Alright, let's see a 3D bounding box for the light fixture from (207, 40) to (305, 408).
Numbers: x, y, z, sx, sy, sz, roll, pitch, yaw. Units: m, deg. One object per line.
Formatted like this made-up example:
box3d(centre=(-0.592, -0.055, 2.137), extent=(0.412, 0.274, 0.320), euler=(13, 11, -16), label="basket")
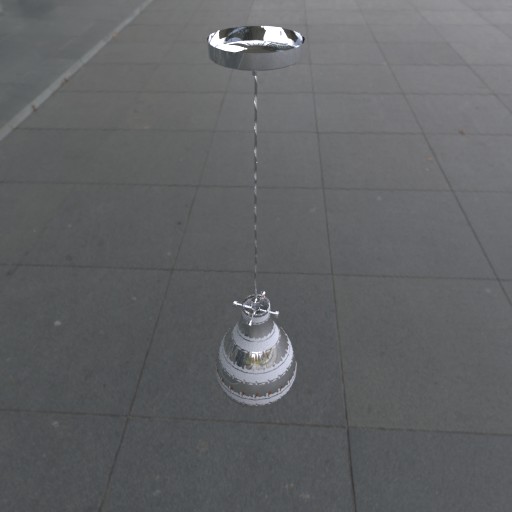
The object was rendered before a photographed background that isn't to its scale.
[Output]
box3d(centre=(0.000, 0.000, 1.602), extent=(0.374, 1.457, 0.374), euler=(12, 42, 14), label="light fixture")
